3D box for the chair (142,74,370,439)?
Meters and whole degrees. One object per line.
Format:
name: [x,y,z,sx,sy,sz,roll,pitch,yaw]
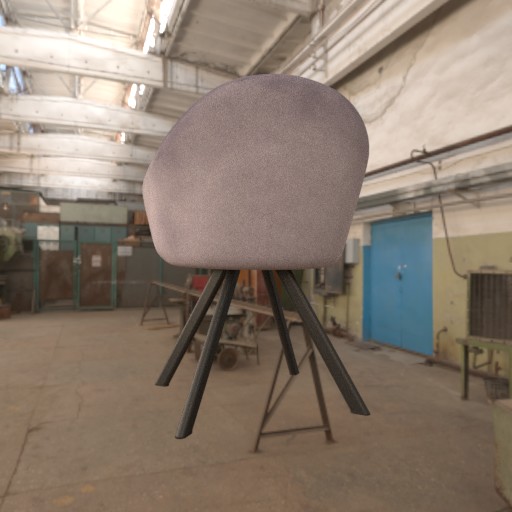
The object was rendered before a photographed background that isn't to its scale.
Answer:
chair: [0.000,0.000,1.187,0.570,0.780,0.540,0,-1,-18]
